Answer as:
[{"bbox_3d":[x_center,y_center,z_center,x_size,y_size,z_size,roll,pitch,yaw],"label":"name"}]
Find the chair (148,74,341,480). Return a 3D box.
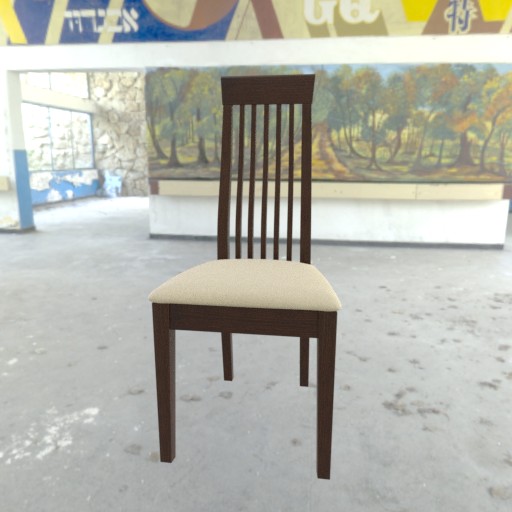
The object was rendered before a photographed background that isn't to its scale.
[{"bbox_3d":[0.000,0.000,1.243,0.460,1.027,0.474,2,13,8],"label":"chair"}]
